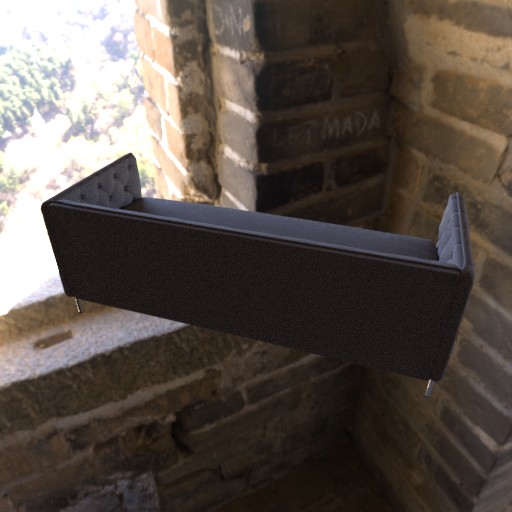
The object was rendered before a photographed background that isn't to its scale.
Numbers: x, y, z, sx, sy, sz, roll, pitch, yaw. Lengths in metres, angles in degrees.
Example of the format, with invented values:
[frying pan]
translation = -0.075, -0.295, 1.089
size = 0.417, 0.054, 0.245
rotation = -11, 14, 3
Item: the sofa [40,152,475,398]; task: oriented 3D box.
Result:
[sofa]
translation = 0.000, 0.000, 2.618
size = 2.209, 0.771, 0.895
rotation = 10, 34, 16
